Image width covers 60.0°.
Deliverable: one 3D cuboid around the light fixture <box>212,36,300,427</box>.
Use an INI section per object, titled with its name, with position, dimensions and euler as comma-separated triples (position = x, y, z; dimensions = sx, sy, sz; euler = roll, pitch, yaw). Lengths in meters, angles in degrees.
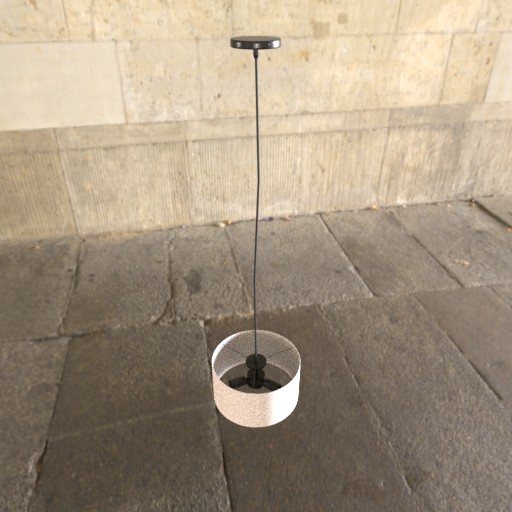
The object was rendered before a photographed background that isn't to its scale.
[light fixture]
position = 0.000, 0.000, 1.712
dimensions = 0.399, 1.516, 0.399
euler = 0, 32, 0
